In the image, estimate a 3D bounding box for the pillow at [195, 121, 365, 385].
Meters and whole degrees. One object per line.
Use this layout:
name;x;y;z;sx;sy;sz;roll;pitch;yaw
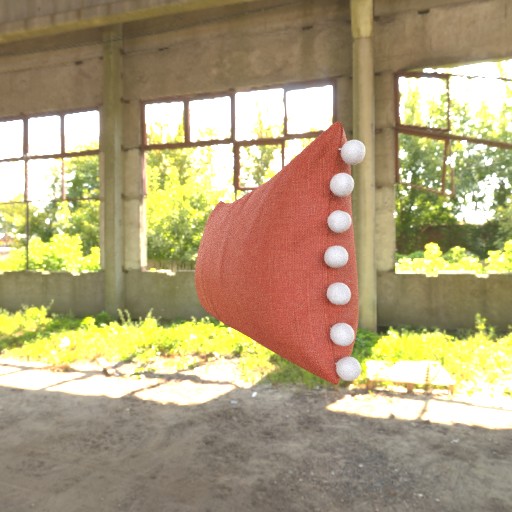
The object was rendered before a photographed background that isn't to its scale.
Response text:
pillow;0.000;0.000;0.845;0.201;0.322;0.709;0;-1;-17
